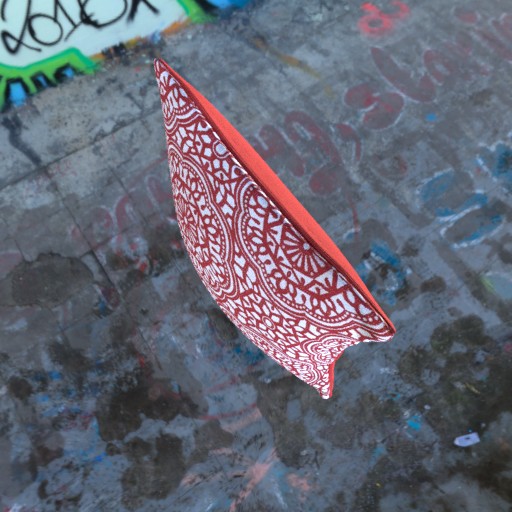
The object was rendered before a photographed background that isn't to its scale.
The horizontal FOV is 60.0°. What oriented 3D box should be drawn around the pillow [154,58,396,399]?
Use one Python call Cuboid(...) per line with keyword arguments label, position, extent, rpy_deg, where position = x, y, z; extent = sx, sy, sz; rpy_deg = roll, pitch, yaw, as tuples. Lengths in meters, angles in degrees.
Cuboid(label="pillow", position=(0.000, 0.000, 0.666), extent=(0.162, 0.419, 0.438), rpy_deg=(-32, 69, -14))
